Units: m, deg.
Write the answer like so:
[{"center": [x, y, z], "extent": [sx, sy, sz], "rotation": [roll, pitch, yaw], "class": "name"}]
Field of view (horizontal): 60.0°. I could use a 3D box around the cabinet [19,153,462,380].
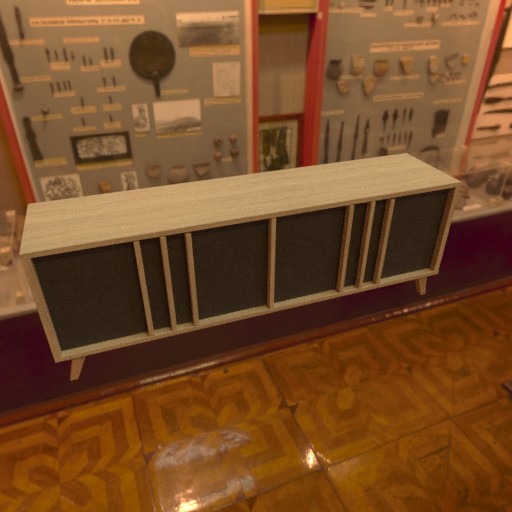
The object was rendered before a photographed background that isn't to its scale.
[{"center": [0.000, 0.000, 2.497], "extent": [2.198, 0.779, 0.499], "rotation": [-11, 34, -17], "class": "cabinet"}]
